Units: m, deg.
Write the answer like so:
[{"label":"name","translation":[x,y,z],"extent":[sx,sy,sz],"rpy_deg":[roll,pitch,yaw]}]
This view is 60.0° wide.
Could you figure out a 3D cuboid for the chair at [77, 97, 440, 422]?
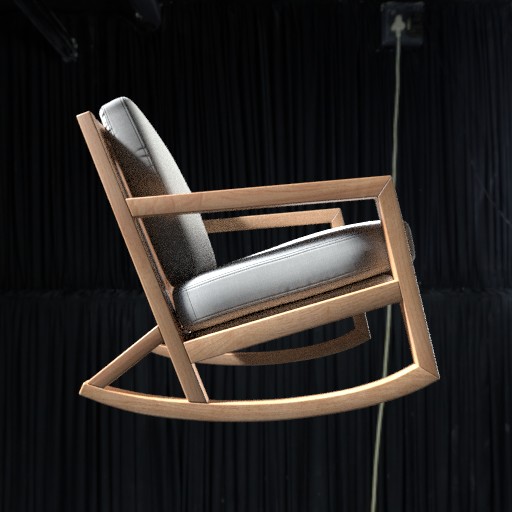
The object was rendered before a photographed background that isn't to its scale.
[{"label":"chair","translation":[0.000,0.000,1.355],"extent":[0.857,0.790,0.622],"rpy_deg":[0,-1,-1]}]
